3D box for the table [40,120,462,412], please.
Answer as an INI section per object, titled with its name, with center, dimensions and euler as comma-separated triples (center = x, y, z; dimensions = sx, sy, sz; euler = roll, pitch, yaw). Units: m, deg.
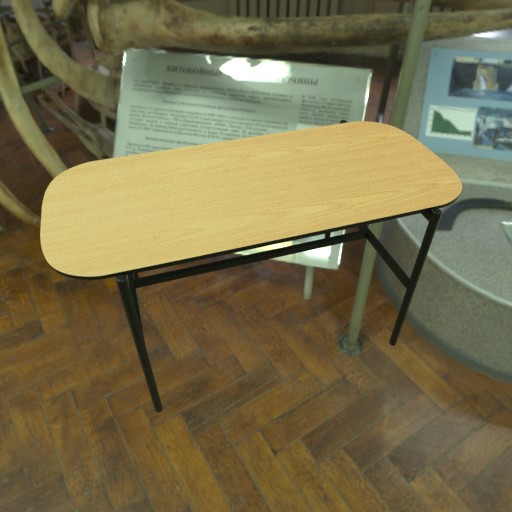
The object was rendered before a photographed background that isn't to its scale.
[table]
center = 0.000, 0.000, 1.010
dimensions = 0.800, 0.400, 0.400
euler = -12, 44, -13
